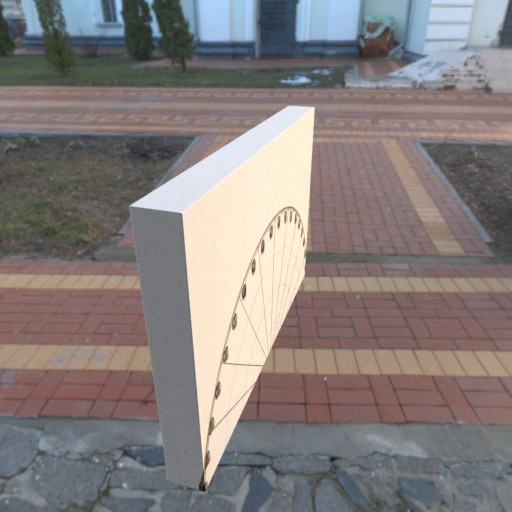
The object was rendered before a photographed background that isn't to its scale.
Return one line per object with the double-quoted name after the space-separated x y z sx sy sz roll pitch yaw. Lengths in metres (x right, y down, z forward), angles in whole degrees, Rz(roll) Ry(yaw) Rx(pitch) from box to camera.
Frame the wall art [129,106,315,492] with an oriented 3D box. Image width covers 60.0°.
0.000 0.000 0.482 0.039 0.254 0.384 9 29 16 "wall art"
